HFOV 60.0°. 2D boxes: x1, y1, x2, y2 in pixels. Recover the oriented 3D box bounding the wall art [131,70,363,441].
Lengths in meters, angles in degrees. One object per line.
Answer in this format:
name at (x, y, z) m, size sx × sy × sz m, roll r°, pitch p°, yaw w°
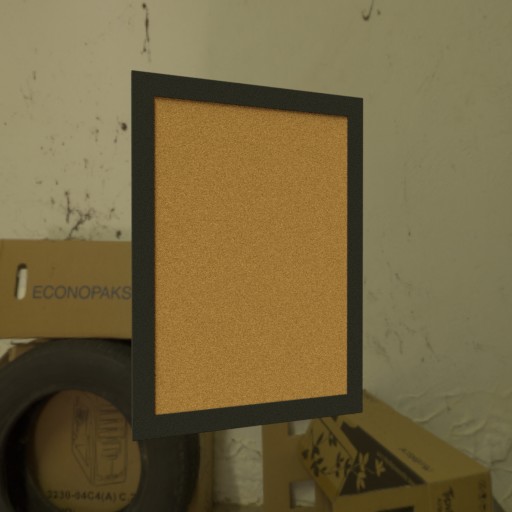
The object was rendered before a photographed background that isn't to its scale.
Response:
wall art at (0.000, 0.000, 0.692) m, size 0.374 × 0.529 × 0.012 m, roll 0°, pitch 0°, yaw -18°
